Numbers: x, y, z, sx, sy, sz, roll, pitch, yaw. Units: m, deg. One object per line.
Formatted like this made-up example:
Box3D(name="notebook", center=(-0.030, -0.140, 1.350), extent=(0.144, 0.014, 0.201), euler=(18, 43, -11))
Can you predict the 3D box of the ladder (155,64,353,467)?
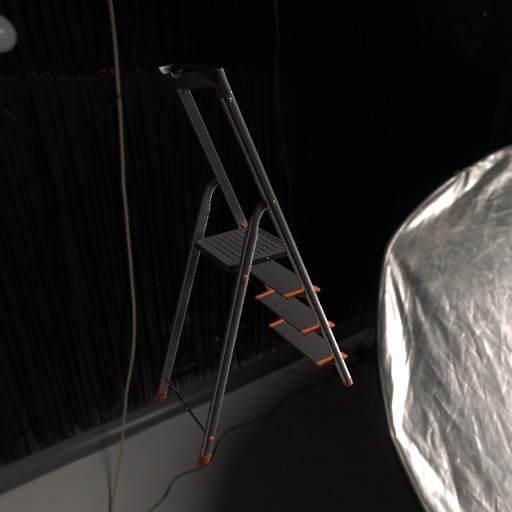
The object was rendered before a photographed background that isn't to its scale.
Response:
Box3D(name="ladder", center=(0.000, 0.000, 1.795), extent=(0.834, 1.429, 0.452), euler=(-17, 30, -30))
